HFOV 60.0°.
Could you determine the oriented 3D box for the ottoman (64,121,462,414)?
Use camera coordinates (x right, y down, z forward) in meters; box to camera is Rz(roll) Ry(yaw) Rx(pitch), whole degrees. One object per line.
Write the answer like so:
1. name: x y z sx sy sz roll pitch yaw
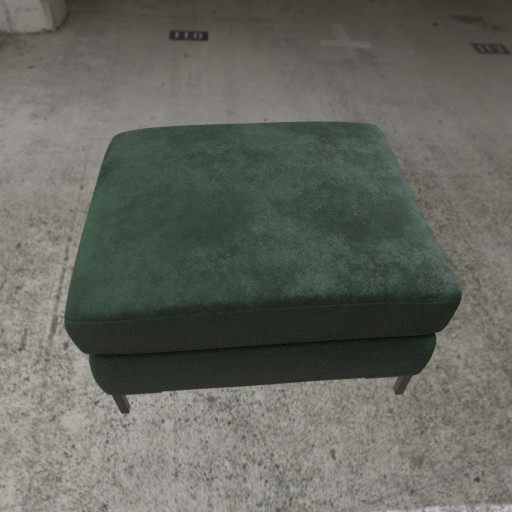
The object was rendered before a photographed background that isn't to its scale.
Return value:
1. ottoman: 0.000 0.000 1.284 0.839 0.538 0.701 -3 47 -3
